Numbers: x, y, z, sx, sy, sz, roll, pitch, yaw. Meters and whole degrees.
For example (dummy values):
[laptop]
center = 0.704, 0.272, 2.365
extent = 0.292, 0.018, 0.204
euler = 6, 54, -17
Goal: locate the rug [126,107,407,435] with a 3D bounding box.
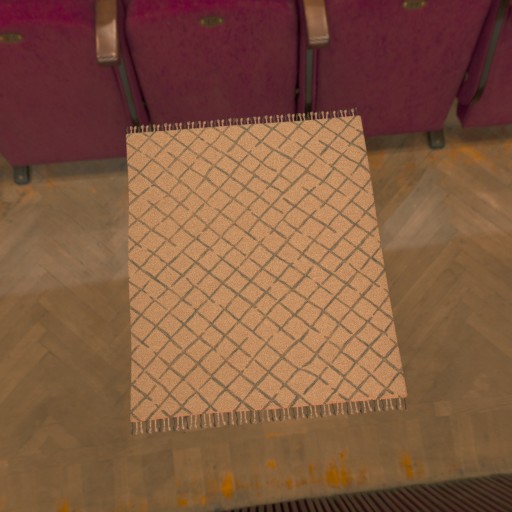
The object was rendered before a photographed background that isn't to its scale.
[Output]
[rug]
center = 0.000, 0.000, 5.023
extent = 2.892, 0.036, 3.585
euler = -5, 75, -1
